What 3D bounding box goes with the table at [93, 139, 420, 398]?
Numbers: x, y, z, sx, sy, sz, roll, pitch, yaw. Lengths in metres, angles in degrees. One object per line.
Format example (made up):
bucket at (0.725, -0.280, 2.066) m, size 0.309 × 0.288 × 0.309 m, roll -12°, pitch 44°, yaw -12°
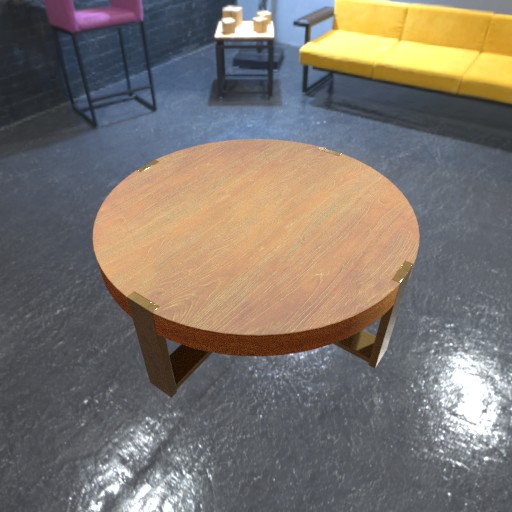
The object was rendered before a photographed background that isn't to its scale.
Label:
table at (0.000, 0.000, 1.690) m, size 1.100 × 0.420 × 1.100 m, roll 0°, pitch 41°, yaw 0°
